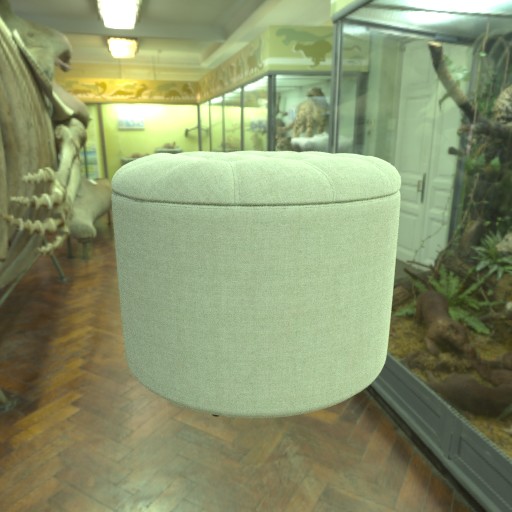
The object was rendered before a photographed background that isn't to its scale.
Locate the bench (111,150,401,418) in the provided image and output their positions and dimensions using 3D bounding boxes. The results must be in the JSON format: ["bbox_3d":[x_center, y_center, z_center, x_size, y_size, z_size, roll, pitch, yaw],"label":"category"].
[{"bbox_3d":[0.000,0.000,0.999,0.600,0.453,0.600,0,15,0],"label":"bench"}]
